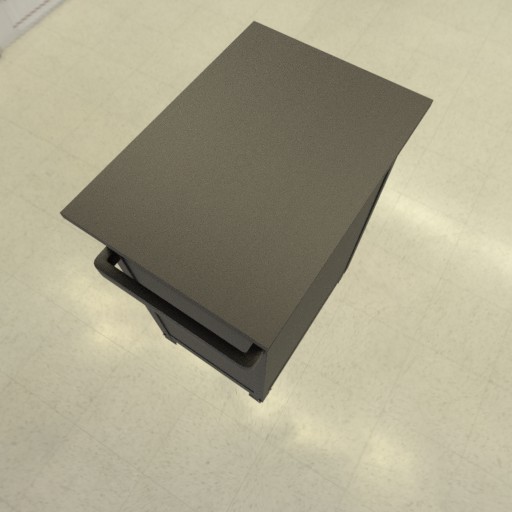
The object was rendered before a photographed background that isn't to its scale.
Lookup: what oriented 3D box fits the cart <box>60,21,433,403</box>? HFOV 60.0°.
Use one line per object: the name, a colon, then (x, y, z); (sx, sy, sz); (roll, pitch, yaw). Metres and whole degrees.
cart: (0.000, 0.000, 1.259); (0.456, 0.879, 0.660); (31, 68, 14)
